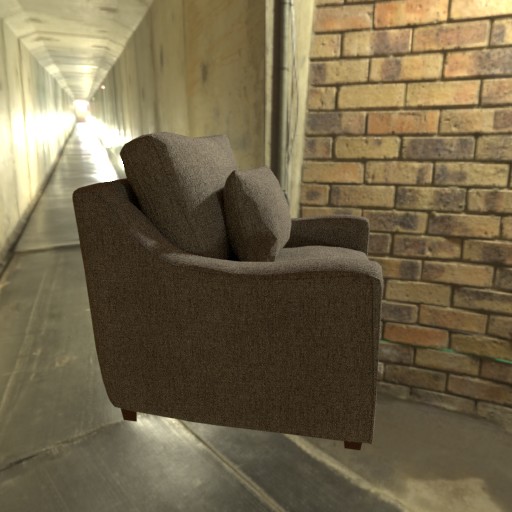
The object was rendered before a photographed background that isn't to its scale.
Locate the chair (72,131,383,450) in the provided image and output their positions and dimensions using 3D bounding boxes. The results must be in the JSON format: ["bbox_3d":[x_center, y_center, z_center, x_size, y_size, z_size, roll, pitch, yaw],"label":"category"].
[{"bbox_3d":[0.000,0.000,1.926,1.009,1.037,1.138,3,14,11],"label":"chair"}]
